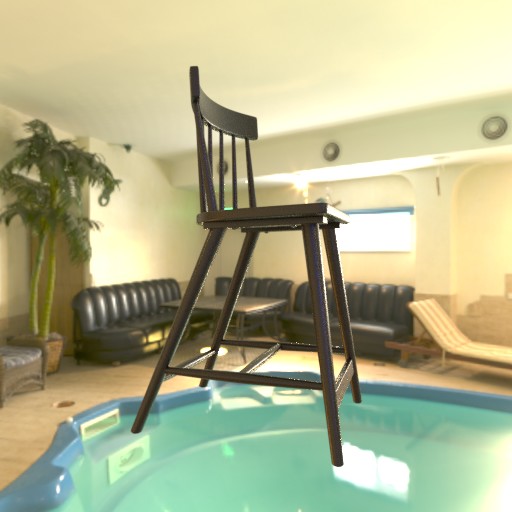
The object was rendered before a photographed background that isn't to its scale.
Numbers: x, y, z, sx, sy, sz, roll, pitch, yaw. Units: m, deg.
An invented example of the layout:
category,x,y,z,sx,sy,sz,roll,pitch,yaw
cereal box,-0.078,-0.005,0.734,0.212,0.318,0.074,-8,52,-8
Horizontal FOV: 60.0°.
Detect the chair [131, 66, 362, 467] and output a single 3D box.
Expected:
category,x,y,z,sx,sy,sz,roll,pitch,yaw
chair,0.000,0.000,1.301,0.572,0.952,0.483,0,1,19
